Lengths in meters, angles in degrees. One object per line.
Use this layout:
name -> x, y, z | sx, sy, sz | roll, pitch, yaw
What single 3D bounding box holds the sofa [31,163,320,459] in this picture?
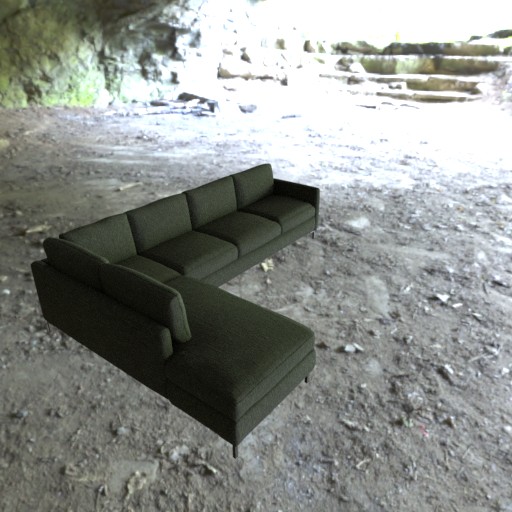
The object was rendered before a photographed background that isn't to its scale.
sofa -> 0.000, 0.000, 3.830 | 2.007, 0.815, 2.949 | 19, 32, 33
